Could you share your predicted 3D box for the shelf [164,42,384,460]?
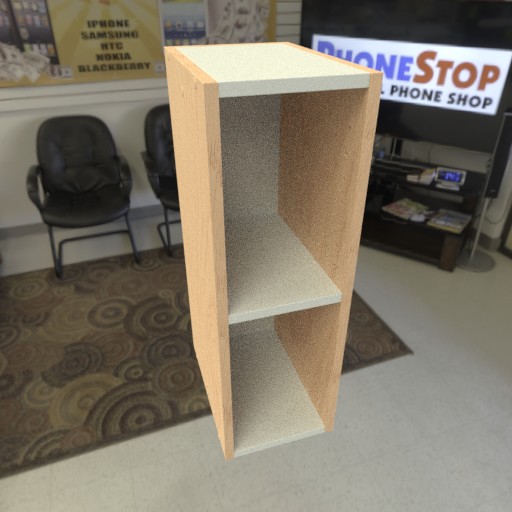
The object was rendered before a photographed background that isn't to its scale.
[{"bbox_3d":[0.000,0.000,0.727,0.200,0.600,0.290,-9,33,-15],"label":"shelf"}]
